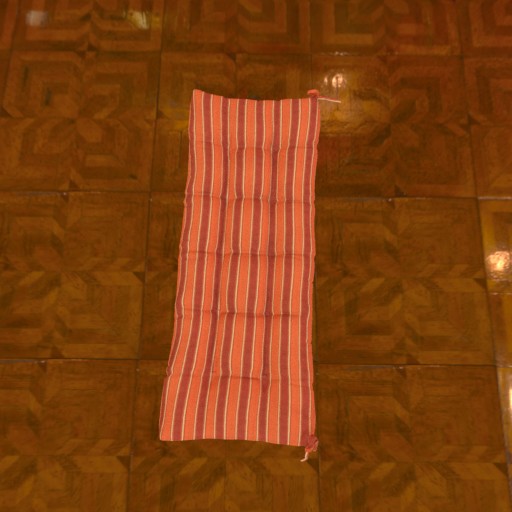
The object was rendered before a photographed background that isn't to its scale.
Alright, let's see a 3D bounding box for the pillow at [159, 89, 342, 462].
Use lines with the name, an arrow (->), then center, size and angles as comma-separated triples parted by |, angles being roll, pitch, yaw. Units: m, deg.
pillow -> 0.000, 0.000, 1.398 | 0.511, 0.174, 1.194 | 3, 76, 1
